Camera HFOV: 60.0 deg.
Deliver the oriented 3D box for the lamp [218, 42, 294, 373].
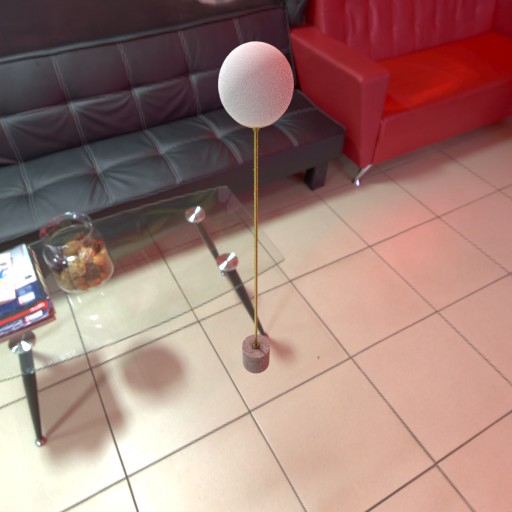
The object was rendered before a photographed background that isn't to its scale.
[{"bbox_3d":[0.000,0.000,1.894,0.229,1.748,0.229,3,47,3],"label":"lamp"}]
